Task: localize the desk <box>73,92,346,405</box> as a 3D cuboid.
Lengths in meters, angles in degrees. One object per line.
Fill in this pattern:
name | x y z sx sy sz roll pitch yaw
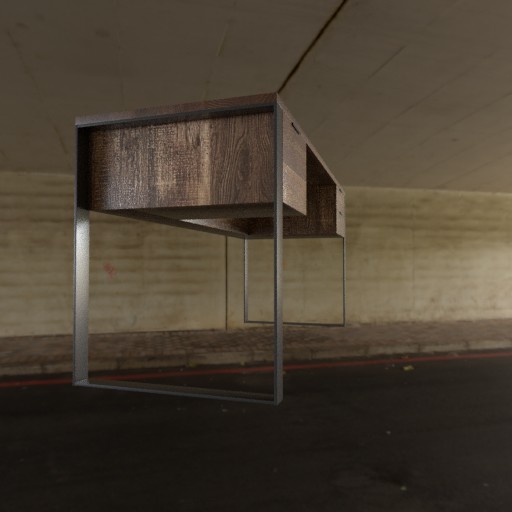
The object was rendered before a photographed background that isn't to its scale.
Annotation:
desk | 0.000 0.000 1.892 0.599 0.762 1.524 0 -2 18
